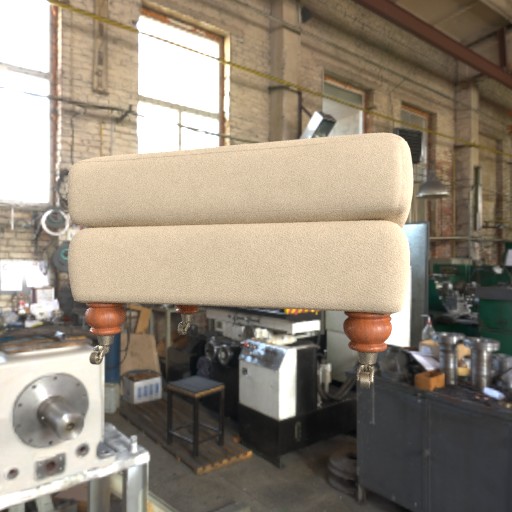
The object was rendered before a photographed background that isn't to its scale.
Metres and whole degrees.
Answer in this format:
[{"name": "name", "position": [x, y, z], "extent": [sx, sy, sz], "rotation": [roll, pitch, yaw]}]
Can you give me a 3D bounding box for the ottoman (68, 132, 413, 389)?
[{"name": "ottoman", "position": [0.000, 0.000, 1.163], "extent": [0.773, 0.504, 0.569], "rotation": [0, 0, 18]}]
